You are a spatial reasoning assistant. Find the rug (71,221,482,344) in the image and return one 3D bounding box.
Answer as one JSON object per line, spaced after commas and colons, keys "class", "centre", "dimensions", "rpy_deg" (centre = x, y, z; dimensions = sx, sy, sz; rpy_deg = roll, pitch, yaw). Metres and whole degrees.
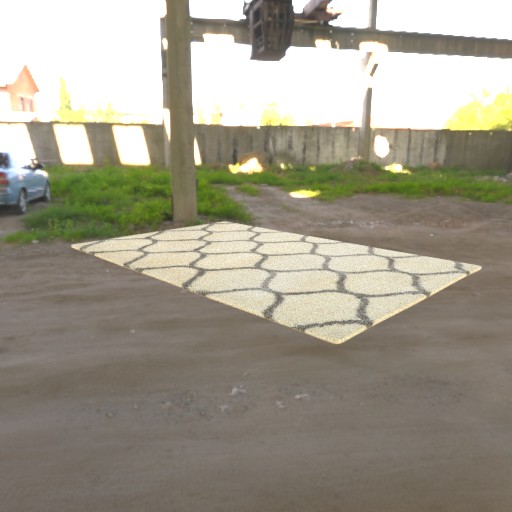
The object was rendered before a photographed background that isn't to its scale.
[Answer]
{"class": "rug", "centre": [0.000, 0.000, 2.953], "dimensions": [2.348, 0.024, 1.501], "rpy_deg": [13, 19, 43]}
